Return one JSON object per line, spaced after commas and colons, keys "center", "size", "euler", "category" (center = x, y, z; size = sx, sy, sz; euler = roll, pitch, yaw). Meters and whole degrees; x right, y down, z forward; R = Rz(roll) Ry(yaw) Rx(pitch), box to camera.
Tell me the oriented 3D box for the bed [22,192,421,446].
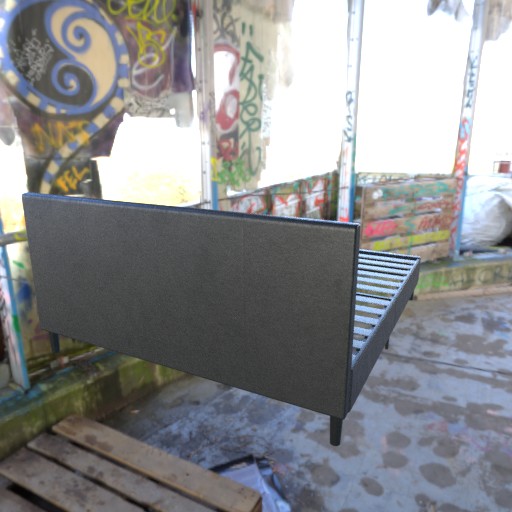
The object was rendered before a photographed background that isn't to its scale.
{"center": [0.000, 0.000, 3.228], "size": [2.018, 1.046, 2.152], "euler": [8, 18, 27], "category": "bed"}
